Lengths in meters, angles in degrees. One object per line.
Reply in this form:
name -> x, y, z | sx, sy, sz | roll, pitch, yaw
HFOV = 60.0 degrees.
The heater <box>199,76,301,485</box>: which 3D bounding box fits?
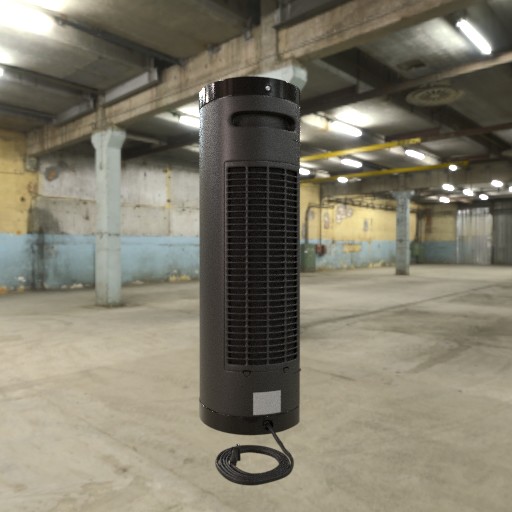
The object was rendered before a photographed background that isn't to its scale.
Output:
heater -> 0.000, 0.000, 0.694 | 0.174, 0.552, 0.312 | 0, 0, -18
